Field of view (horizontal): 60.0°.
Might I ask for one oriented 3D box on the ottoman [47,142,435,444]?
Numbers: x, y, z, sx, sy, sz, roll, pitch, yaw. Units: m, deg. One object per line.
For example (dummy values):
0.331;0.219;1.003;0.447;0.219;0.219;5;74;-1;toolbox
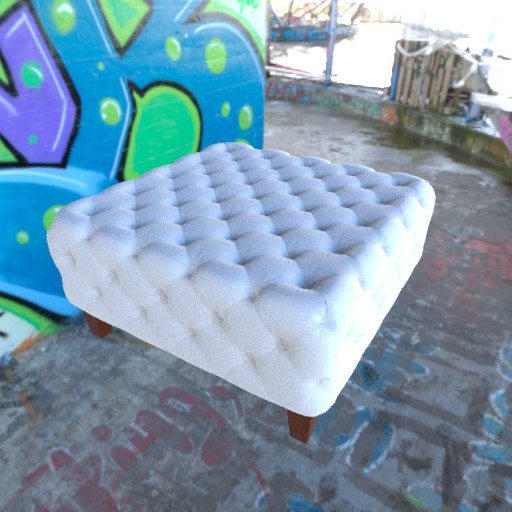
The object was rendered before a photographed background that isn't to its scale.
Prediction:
0.000;0.000;1.211;0.755;0.376;0.753;18;35;27;ottoman
